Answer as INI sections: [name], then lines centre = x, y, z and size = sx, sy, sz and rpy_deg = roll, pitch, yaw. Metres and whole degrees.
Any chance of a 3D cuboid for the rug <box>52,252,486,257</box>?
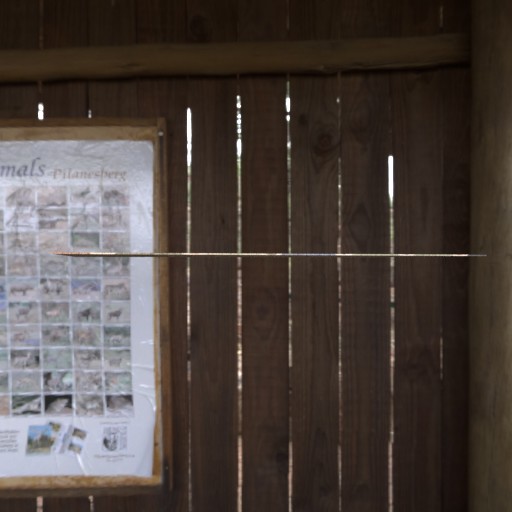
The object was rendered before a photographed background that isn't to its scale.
[rug]
centre = 0.000, 0.000, 2.901
size = 2.284, 0.006, 1.521
rpy_deg = 0, -1, -19
